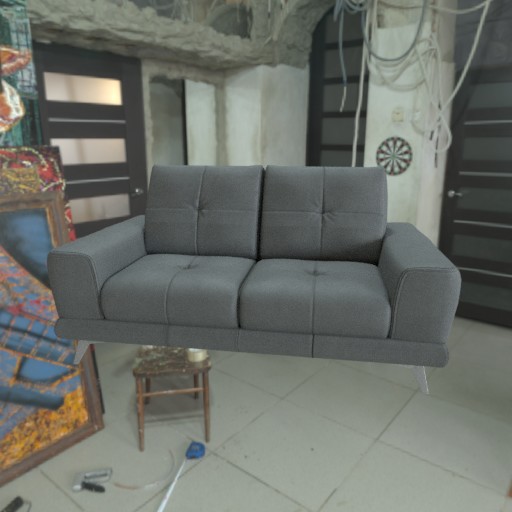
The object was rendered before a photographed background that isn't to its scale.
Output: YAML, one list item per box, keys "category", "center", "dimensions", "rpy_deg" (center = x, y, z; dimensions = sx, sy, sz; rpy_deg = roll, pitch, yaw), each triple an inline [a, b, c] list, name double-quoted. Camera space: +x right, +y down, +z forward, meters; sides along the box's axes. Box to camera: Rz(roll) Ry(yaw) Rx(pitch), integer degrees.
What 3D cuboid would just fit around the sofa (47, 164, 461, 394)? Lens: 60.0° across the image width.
- category: "sofa"
  center: [0.000, 0.000, 2.331]
  dimensions: [1.806, 0.907, 1.018]
  rpy_deg: [2, 15, 9]
